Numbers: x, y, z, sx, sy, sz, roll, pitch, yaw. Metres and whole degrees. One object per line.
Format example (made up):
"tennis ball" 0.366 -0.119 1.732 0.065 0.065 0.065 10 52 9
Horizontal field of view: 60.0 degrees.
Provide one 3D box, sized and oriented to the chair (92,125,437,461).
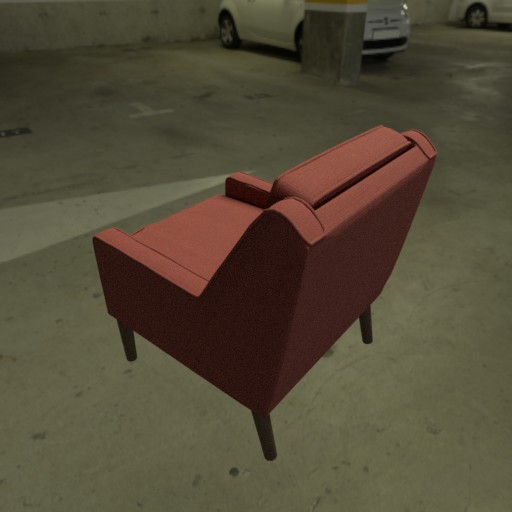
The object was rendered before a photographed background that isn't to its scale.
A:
"chair" 0.000 0.000 1.382 0.770 0.812 0.680 23 38 32
